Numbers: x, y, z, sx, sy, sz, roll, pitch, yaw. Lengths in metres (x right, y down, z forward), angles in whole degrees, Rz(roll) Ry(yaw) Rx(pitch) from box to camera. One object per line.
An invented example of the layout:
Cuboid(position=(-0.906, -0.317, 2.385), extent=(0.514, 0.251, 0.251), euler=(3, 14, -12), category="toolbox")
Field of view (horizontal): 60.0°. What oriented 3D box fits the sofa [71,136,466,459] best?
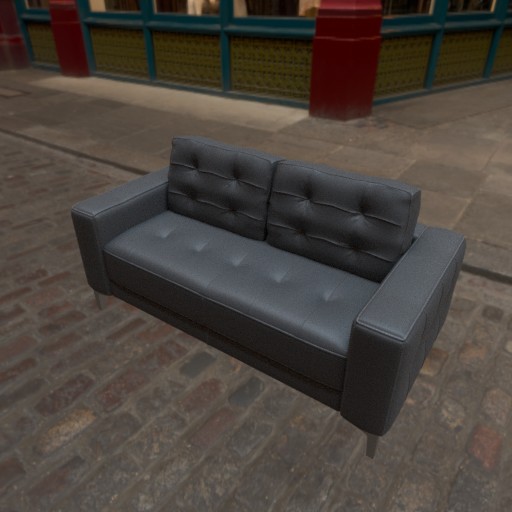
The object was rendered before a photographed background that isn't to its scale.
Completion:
Cuboid(position=(0.000, 0.000, 2.159), extent=(1.726, 0.893, 0.833), euler=(20, 37, 29), category="sofa")
